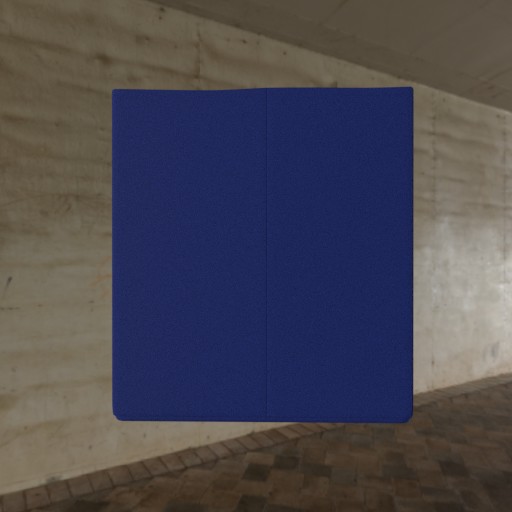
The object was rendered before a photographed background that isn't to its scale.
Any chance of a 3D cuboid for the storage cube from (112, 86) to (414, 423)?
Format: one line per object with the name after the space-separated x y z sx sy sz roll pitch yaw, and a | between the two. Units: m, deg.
0.000 0.000 0.500 0.270 0.280 0.270 0 0 1 | storage cube
